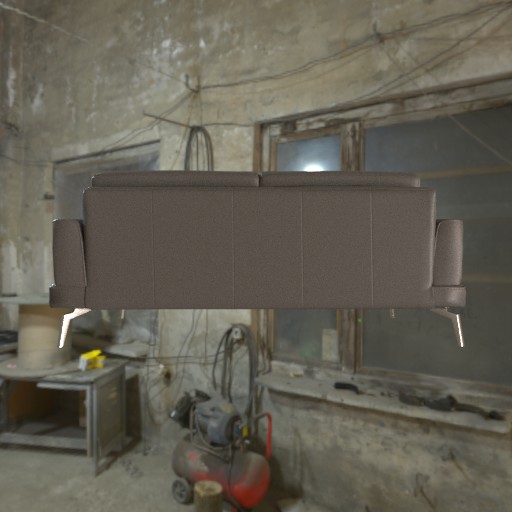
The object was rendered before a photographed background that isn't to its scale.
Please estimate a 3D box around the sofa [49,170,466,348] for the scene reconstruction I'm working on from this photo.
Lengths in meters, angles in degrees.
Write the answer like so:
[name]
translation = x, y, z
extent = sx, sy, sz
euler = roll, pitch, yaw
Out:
[sofa]
translation = 0.000, 0.000, 2.775
extent = 2.177, 0.930, 1.121
euler = 0, 0, -1
